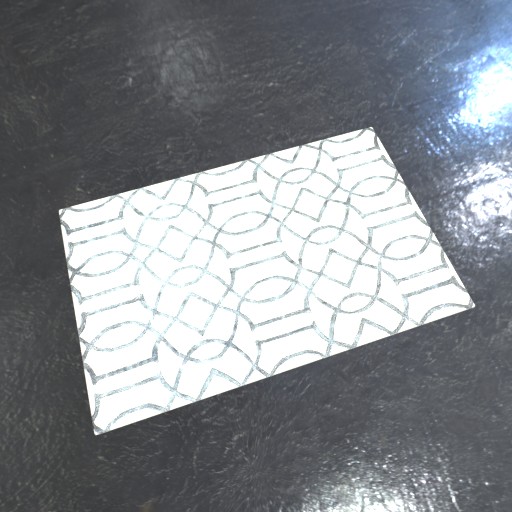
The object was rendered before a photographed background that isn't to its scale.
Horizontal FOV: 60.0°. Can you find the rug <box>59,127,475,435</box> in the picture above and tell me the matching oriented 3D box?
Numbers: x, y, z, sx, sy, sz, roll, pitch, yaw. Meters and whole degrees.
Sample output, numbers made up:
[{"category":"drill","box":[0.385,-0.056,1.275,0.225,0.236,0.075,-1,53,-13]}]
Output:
[{"category":"rug","box":[0.000,0.000,2.902,2.365,0.017,1.521,-17,65,-8]}]
